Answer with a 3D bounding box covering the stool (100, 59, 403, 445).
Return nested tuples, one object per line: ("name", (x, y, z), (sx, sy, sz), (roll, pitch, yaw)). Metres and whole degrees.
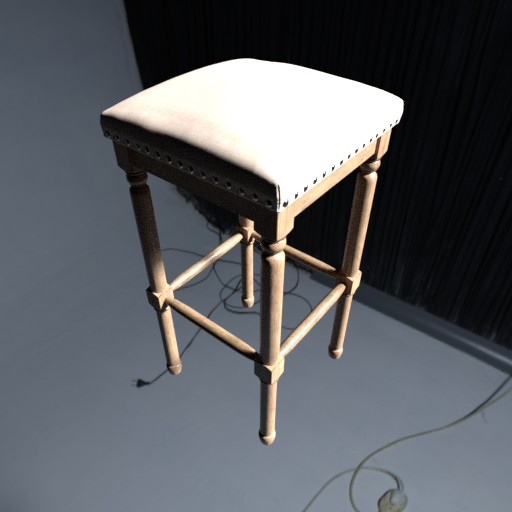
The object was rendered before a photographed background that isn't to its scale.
("stool", (0.000, 0.000, 0.980), (0.382, 0.768, 0.383), (27, 47, 28))
